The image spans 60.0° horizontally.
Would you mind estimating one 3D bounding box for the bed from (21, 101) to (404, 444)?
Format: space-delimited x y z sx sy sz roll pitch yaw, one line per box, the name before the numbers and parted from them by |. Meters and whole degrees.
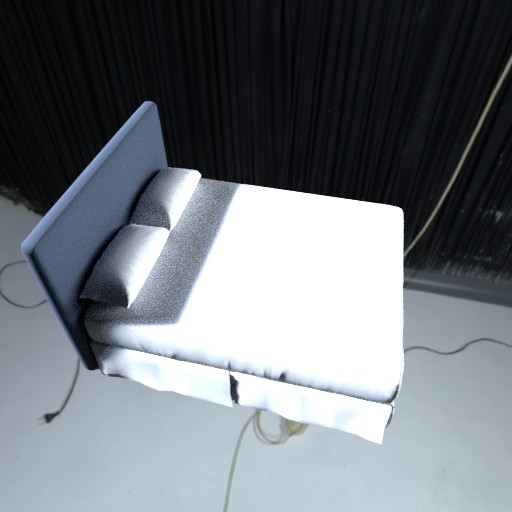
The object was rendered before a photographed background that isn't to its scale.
bed | 0.000 0.000 3.141 2.162 1.330 1.713 10 47 9
